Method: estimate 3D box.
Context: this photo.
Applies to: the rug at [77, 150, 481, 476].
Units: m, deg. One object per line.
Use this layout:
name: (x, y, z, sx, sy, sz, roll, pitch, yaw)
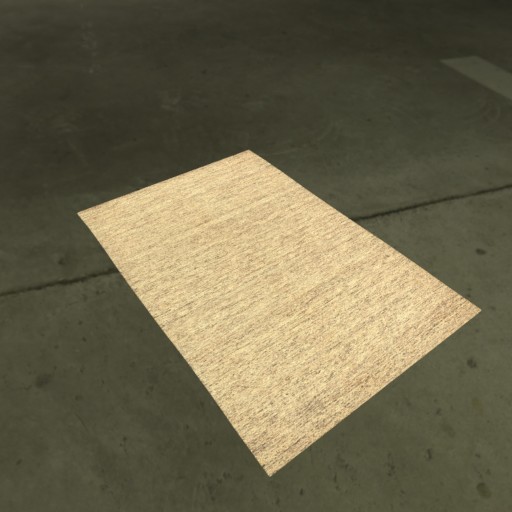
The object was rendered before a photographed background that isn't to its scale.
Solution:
rug: (0.000, 0.000, 2.884, 1.547, 0.013, 2.283, -27, 49, -26)
